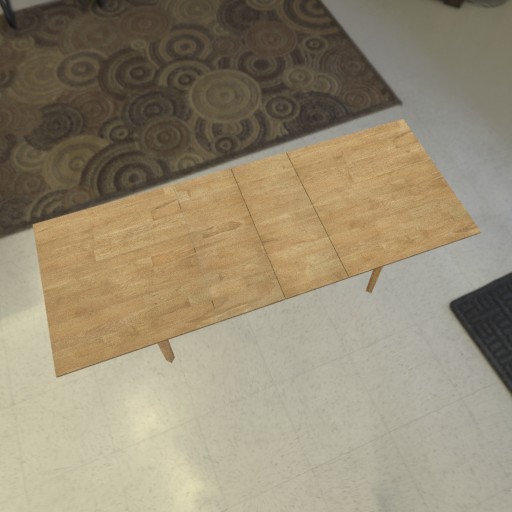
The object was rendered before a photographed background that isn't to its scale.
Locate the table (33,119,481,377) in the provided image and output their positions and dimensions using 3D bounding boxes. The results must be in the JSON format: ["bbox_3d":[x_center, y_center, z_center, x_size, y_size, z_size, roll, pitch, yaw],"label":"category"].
[{"bbox_3d":[0.000,0.000,3.088,2.603,0.752,1.000,-18,64,-9],"label":"table"}]
